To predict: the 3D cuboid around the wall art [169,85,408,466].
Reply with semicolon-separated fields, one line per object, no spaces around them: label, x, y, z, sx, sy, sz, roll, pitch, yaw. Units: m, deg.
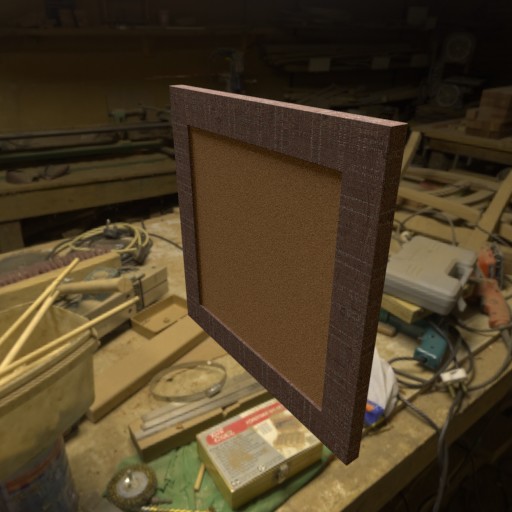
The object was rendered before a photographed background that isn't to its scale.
wall art;0.000;0.000;0.792;0.029;0.531;0.531;-18;32;-32
